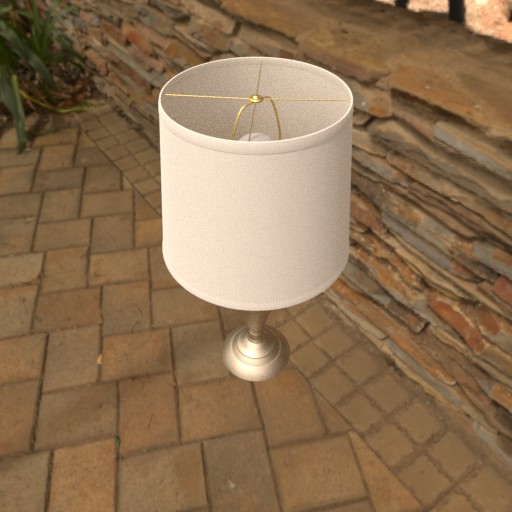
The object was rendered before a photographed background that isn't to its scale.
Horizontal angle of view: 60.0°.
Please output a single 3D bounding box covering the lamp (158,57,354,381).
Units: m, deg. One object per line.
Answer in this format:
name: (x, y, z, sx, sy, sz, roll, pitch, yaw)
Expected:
lamp: (0.000, 0.000, 0.818, 0.328, 0.619, 0.328, 0, 44, 0)
